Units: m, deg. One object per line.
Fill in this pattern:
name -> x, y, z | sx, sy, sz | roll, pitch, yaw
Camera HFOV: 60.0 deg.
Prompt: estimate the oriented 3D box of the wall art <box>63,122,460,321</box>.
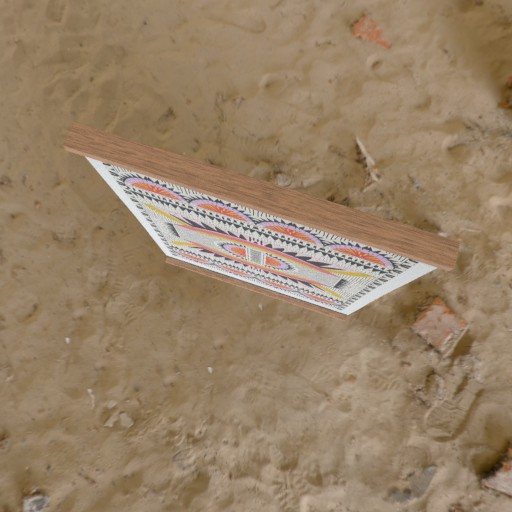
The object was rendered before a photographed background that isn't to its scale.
wall art -> 0.000, 0.000, 0.689 | 0.403, 0.527, 0.028 | 18, 77, 4
